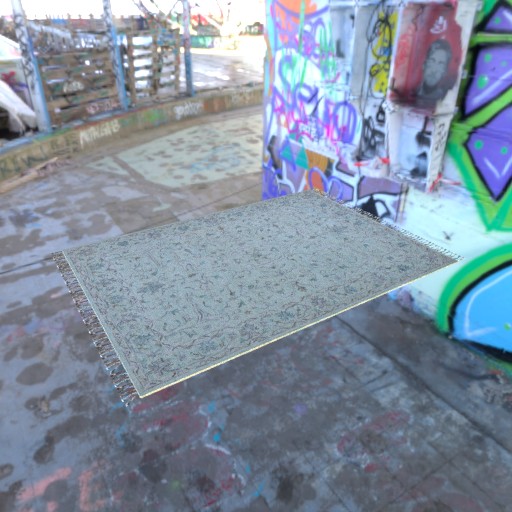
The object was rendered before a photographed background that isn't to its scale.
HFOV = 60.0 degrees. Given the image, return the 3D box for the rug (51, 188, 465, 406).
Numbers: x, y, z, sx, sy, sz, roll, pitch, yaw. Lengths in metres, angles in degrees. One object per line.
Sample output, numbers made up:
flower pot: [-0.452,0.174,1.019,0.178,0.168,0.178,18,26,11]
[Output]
rug: [0.000,0.000,2.321,1.802,0.008,1.247,-17,34,-28]
